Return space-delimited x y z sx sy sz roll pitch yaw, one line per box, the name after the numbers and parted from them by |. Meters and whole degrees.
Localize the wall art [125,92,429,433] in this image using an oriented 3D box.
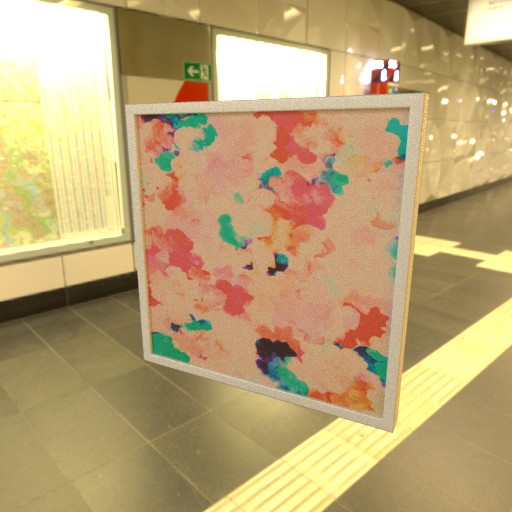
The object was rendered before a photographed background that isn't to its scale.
0.000 0.000 0.760 0.506 0.505 0.038 8 17 26 | wall art
